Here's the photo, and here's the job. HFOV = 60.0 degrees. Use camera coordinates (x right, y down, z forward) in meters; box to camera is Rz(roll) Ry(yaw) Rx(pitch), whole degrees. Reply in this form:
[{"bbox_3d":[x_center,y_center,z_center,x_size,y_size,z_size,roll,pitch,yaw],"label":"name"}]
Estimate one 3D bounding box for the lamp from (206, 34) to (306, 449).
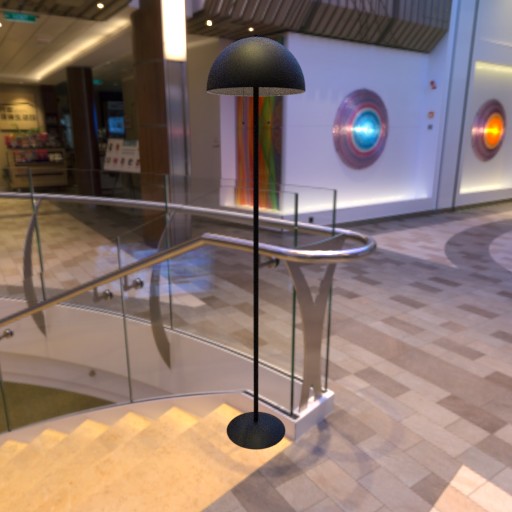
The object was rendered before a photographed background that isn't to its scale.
[{"bbox_3d":[0.000,0.000,1.626,0.328,1.480,0.328,3,16,10],"label":"lamp"}]
